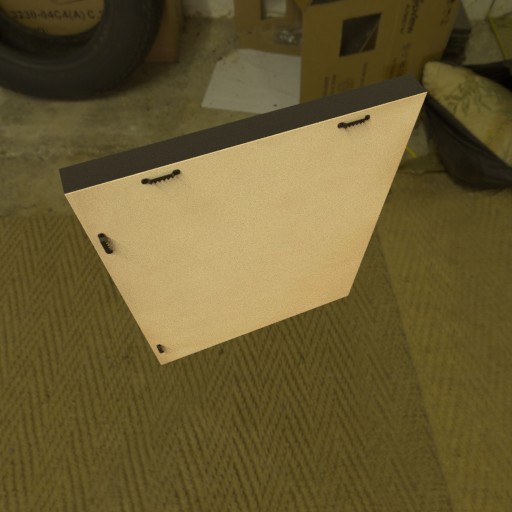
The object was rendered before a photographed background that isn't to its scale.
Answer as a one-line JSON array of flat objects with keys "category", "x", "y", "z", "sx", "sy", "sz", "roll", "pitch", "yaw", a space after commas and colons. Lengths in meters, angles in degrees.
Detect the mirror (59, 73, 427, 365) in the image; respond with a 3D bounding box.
[{"category": "mirror", "x": 0.000, "y": 0.000, "z": 0.685, "sx": 0.406, "sy": 0.509, "sz": 0.041, "roll": -19, "pitch": 60, "yaw": -11}]
